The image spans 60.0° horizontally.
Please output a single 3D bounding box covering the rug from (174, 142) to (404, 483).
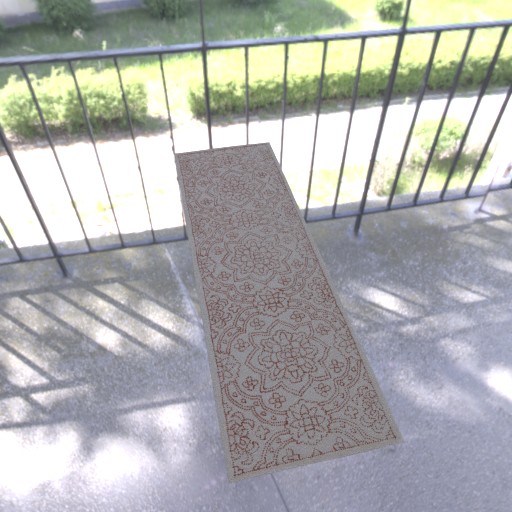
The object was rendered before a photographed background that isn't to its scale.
[{"bbox_3d":[0.000,0.000,2.675,0.769,0.012,2.448,-9,47,-9],"label":"rug"}]
